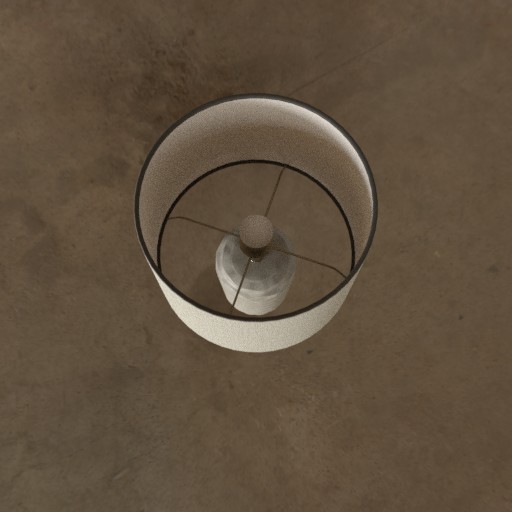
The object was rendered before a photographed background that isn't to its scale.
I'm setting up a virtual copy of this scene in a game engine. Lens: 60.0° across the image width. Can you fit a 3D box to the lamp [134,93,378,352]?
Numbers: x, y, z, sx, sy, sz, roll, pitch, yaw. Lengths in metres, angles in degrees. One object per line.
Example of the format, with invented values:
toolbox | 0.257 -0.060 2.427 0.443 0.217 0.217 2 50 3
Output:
lamp | 0.000 0.000 0.876 0.376 0.594 0.376 0 75 0
